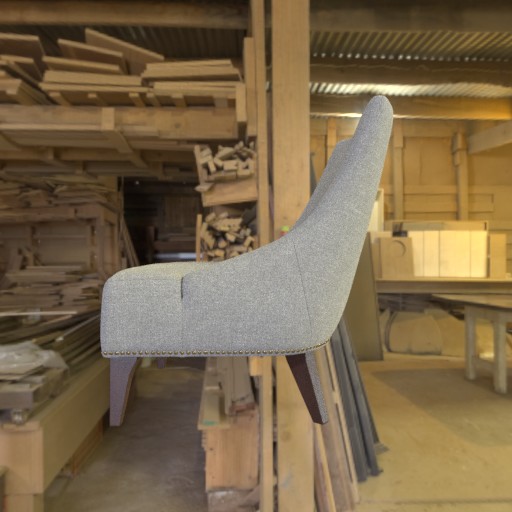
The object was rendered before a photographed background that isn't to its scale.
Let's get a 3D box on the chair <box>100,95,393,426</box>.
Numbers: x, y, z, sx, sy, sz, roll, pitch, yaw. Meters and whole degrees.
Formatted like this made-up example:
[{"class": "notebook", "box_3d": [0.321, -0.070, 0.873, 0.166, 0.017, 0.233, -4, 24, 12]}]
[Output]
[{"class": "chair", "box_3d": [0.000, 0.000, 1.501, 0.861, 0.909, 0.701, 0, 0, -1]}]
